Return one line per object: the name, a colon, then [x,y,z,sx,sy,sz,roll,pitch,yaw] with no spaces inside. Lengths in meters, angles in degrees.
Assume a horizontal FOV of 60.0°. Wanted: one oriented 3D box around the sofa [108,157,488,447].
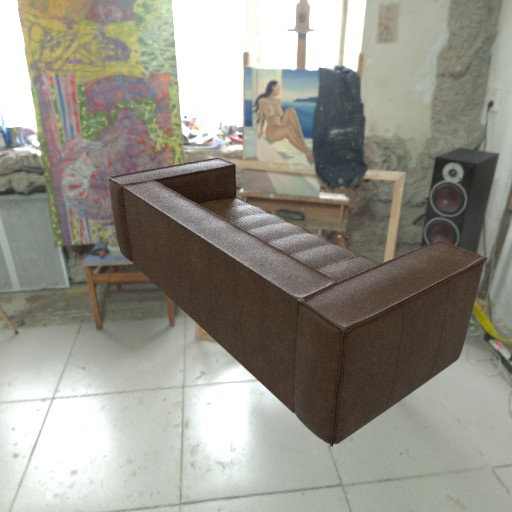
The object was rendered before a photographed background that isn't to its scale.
sofa: [0.000,0.000,3.015,1.102,0.701,2.581,-18,32,-32]
